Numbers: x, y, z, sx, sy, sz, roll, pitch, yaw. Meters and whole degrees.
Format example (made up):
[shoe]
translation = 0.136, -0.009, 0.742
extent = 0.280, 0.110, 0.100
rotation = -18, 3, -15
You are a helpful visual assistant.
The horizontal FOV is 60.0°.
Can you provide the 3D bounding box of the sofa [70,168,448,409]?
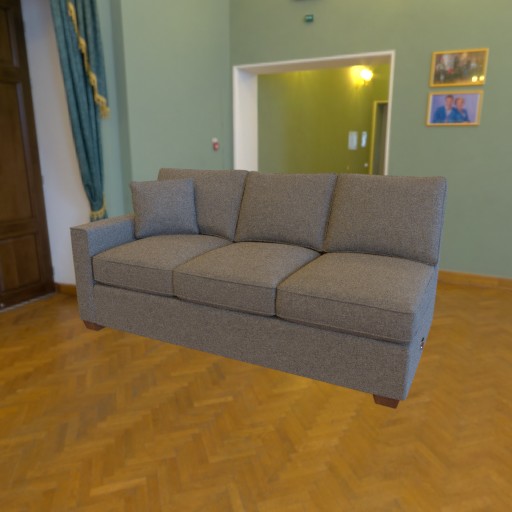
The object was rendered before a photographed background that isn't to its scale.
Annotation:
[sofa]
translation = 0.000, 0.000, 2.604
extent = 1.963, 0.946, 1.034
rotation = 7, 16, 26
